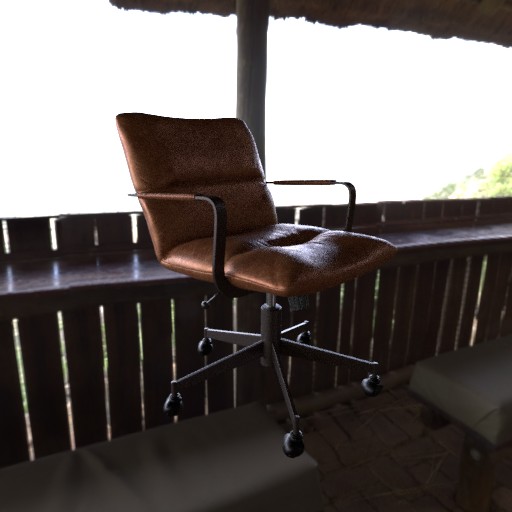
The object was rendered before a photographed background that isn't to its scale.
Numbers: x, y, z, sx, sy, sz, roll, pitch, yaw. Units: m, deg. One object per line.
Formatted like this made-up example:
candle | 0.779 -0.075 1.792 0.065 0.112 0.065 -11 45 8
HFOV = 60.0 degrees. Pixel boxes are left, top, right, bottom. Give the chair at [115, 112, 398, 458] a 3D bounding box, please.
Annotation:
chair | 0.000 0.000 1.469 0.754 0.922 0.727 13 20 42
